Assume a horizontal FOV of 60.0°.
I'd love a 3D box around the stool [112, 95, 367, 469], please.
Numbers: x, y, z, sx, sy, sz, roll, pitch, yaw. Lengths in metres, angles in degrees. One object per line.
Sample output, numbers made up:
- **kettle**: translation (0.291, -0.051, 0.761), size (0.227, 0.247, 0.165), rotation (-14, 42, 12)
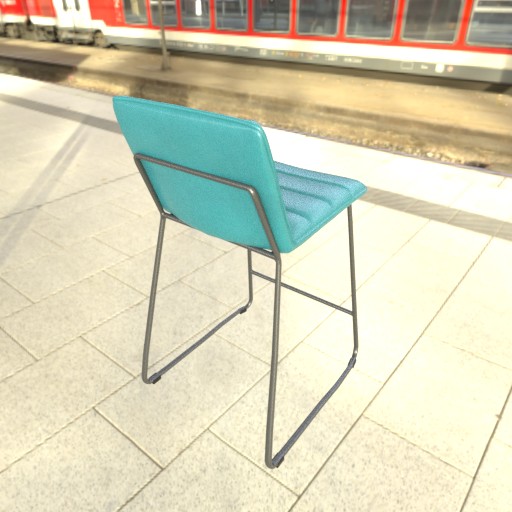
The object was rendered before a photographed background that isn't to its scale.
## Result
- **stool**: translation (0.000, 0.000, 1.190), size (0.489, 0.866, 0.524), rotation (21, 37, 31)
